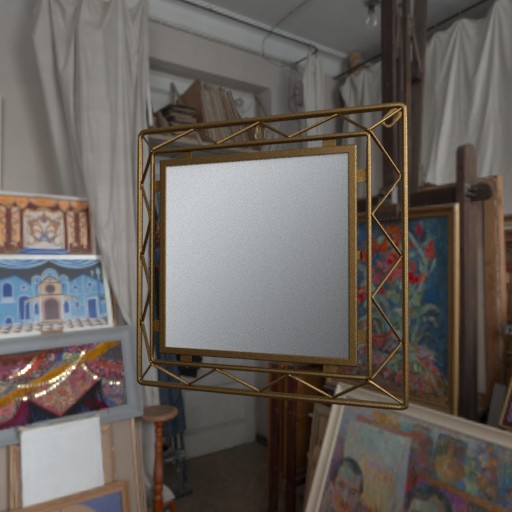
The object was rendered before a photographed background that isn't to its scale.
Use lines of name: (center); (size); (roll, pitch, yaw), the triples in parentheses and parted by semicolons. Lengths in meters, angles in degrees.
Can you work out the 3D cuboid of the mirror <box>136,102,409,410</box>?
mirror: (0.000, 0.000, 0.639); (0.416, 0.414, 0.046); (0, -1, 18)
